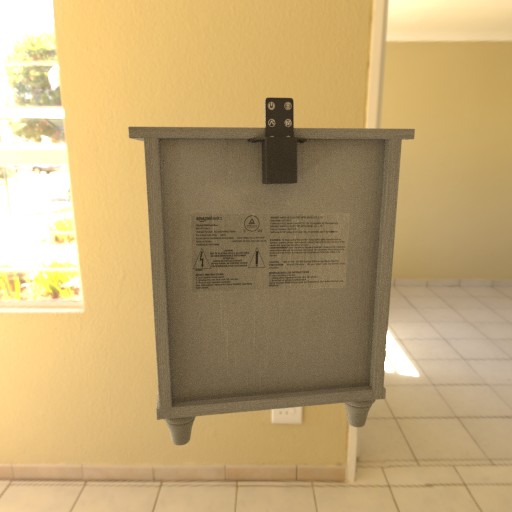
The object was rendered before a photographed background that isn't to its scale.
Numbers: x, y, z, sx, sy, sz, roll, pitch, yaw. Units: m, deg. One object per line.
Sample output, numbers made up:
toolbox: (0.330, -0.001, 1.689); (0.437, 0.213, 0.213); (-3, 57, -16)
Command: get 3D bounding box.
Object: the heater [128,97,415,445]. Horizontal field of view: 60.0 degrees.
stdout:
heater: (0.000, 0.000, 0.768); (0.362, 0.481, 0.400); (-2, 14, -9)
